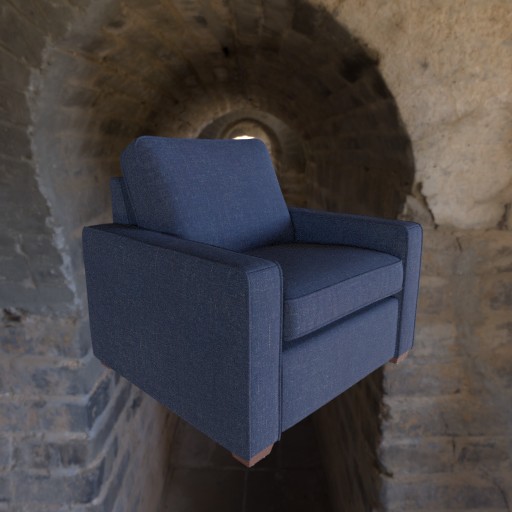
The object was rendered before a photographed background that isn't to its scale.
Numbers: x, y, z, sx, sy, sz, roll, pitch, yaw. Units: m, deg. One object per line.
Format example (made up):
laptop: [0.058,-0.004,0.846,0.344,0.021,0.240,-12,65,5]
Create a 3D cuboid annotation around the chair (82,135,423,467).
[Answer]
chair: [0.000,0.000,1.754,0.940,0.919,1.017,13,19,43]
